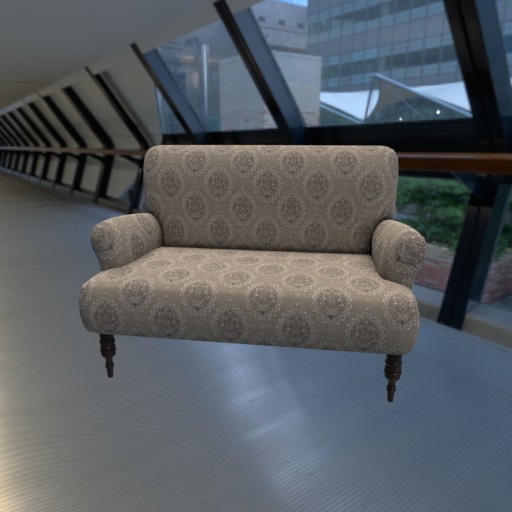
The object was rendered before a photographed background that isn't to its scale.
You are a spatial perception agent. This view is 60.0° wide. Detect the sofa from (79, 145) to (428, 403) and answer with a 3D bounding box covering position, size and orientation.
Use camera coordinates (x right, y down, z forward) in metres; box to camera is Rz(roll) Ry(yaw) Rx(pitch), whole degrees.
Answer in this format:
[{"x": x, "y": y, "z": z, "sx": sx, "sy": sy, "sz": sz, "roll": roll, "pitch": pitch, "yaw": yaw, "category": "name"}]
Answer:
[{"x": 0.000, "y": 0.000, "z": 1.861, "sx": 1.297, "sy": 0.889, "sz": 0.779, "roll": 2, "pitch": 15, "yaw": 9, "category": "sofa"}]
